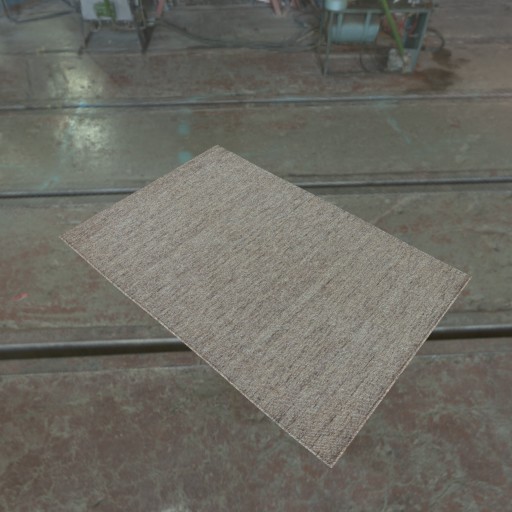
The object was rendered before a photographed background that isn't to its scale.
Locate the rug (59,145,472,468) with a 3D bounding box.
[{"bbox_3d":[0.000,0.000,2.930,2.283,0.013,1.547,33,54,27],"label":"rug"}]
